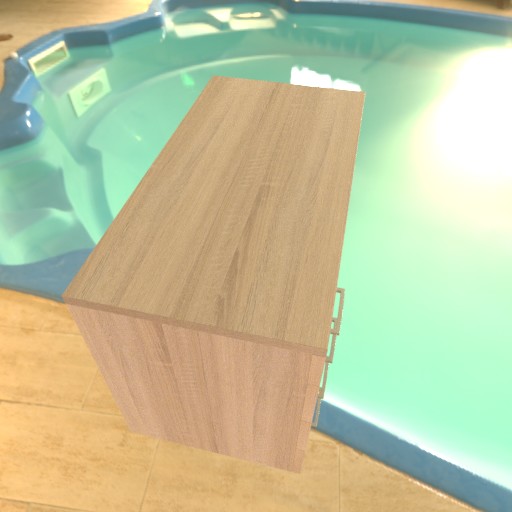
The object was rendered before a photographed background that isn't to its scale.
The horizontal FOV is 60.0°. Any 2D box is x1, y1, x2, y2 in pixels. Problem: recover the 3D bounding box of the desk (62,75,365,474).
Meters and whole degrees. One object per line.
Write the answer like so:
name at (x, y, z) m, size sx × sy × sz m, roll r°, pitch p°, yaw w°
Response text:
desk at (0.000, 0.000, 1.541) m, size 0.600 × 0.731 × 1.100 m, roll 10°, pitch 47°, yaw 9°
